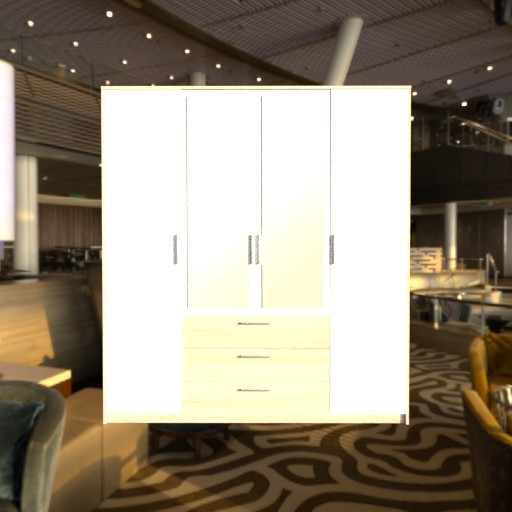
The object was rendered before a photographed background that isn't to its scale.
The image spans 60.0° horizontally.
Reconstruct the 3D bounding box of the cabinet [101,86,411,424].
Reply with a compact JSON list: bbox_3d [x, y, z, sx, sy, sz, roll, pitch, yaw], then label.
[{"bbox_3d":[0.000,0.000,2.988,1.870,2.060,0.620,0,1,0],"label":"cabinet"}]
